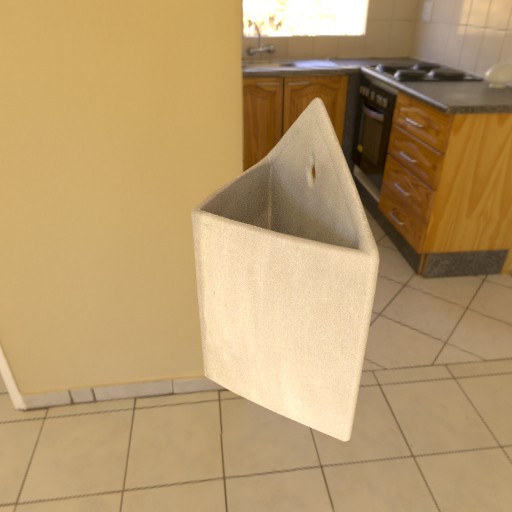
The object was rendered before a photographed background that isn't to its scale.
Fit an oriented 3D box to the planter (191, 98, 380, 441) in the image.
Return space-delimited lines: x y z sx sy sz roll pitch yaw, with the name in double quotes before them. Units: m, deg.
"planter" 0.000 0.000 0.289 0.080 0.194 0.163 -9 32 -14
